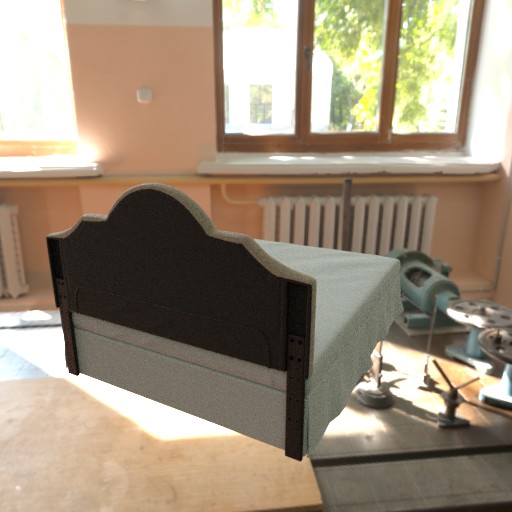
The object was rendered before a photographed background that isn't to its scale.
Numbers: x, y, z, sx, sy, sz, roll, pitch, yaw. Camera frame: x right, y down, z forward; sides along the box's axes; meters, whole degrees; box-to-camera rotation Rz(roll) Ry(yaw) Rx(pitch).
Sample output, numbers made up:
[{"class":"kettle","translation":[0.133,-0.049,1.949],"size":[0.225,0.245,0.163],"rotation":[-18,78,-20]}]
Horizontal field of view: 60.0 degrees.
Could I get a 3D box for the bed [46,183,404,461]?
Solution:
[{"class":"bed","translation":[0.000,0.000,2.973],"size":[1.667,1.194,1.970],"rotation":[9,19,27]}]
